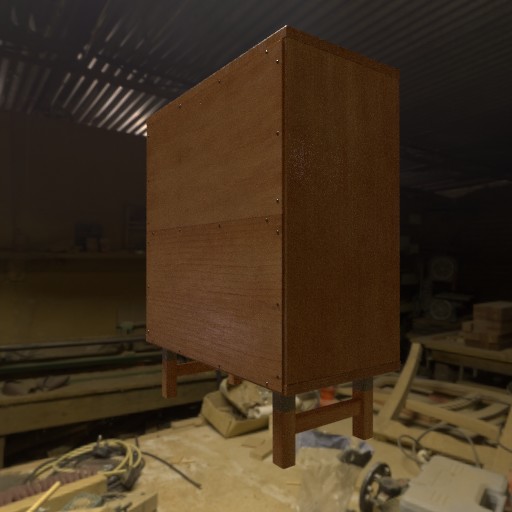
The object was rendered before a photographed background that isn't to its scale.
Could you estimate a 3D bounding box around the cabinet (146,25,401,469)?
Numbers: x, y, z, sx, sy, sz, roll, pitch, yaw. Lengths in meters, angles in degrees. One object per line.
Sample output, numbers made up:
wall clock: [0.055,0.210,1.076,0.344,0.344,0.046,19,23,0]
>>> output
cabinet: [0.000,0.000,1.406,0.419,1.001,0.800,0,0,-36]
